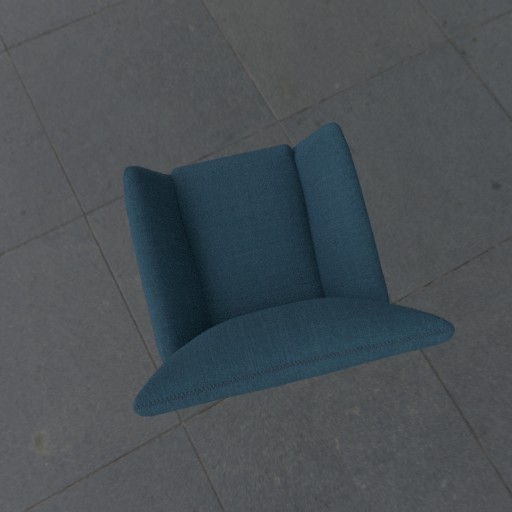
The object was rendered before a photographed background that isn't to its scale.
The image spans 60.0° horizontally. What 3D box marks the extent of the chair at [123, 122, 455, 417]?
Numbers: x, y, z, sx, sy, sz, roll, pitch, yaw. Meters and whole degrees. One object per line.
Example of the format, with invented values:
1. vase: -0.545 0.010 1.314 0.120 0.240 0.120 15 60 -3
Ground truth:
1. chair: 0.000 0.000 1.380 0.678 0.859 0.769 -13 76 -3
